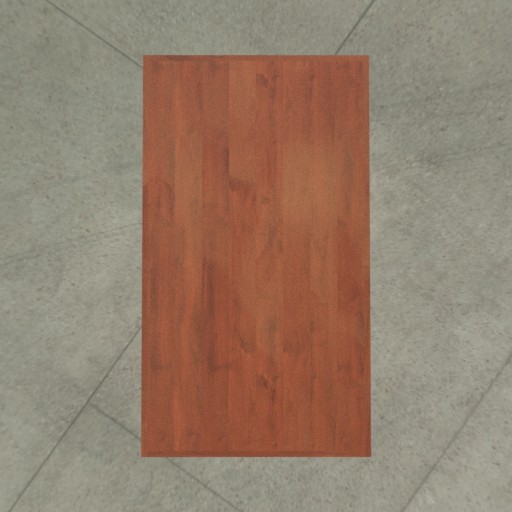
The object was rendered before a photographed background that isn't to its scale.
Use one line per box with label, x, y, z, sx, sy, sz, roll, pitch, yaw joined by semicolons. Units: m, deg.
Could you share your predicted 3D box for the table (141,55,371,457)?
table;0.000;0.000;1.405;0.610;0.457;1.067;0;89;0
